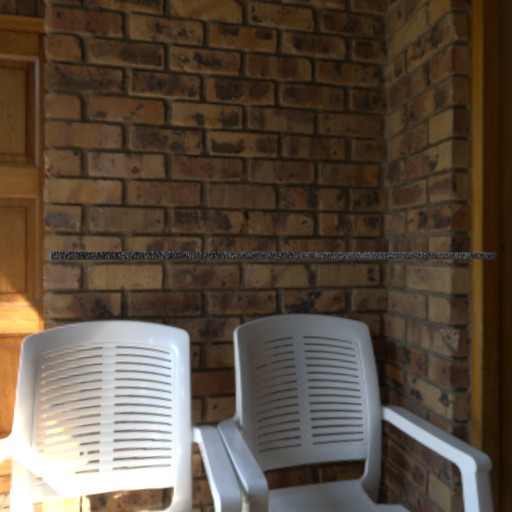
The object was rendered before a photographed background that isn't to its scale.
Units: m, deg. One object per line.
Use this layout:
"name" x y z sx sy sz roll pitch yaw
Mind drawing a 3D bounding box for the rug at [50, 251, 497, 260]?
"rug" 0.000 0.000 2.059 1.601 0.025 1.198 0 0 -18
